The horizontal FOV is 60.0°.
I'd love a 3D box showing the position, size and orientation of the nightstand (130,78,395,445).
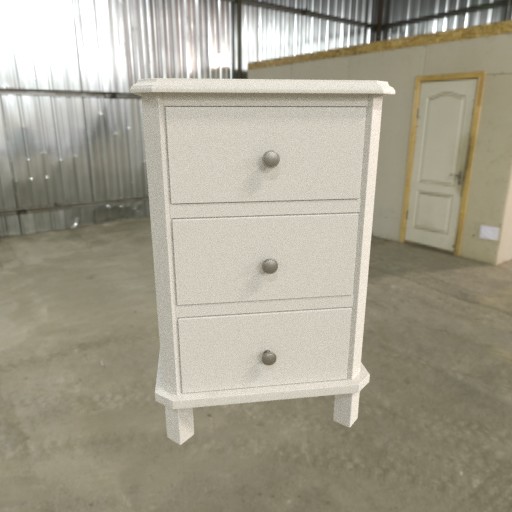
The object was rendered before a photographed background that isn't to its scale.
[{"bbox_3d":[0.000,0.000,0.946,0.435,0.681,0.351,-3,18,-8],"label":"nightstand"}]
